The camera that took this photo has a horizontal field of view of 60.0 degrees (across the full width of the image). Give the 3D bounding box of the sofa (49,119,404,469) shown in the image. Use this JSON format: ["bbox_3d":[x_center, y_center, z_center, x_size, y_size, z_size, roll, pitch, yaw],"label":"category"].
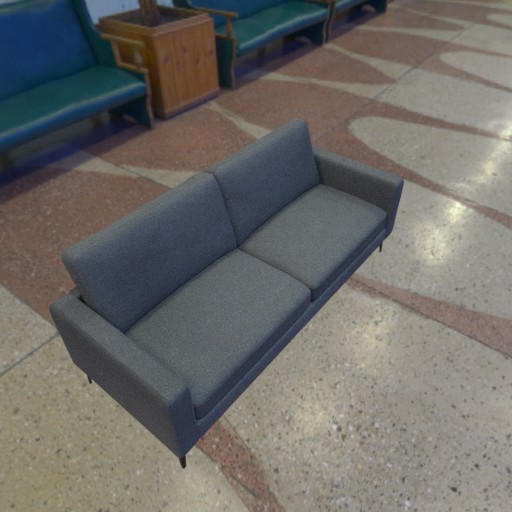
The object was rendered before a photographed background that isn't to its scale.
[{"bbox_3d":[0.000,0.000,2.384,0.774,0.828,1.925,28,49,28],"label":"sofa"}]
